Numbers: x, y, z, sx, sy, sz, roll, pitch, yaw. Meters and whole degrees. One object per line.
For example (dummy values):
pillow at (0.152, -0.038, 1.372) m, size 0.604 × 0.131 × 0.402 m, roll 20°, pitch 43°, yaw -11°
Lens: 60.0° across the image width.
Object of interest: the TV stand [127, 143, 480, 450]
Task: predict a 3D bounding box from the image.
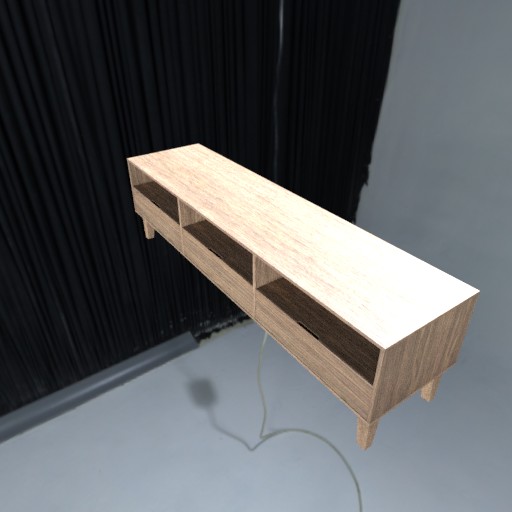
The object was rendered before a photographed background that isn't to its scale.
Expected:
TV stand at (0.000, 0.000, 1.675) m, size 0.366 × 0.409 × 1.482 m, roll -21°, pitch 38°, yaw -29°
